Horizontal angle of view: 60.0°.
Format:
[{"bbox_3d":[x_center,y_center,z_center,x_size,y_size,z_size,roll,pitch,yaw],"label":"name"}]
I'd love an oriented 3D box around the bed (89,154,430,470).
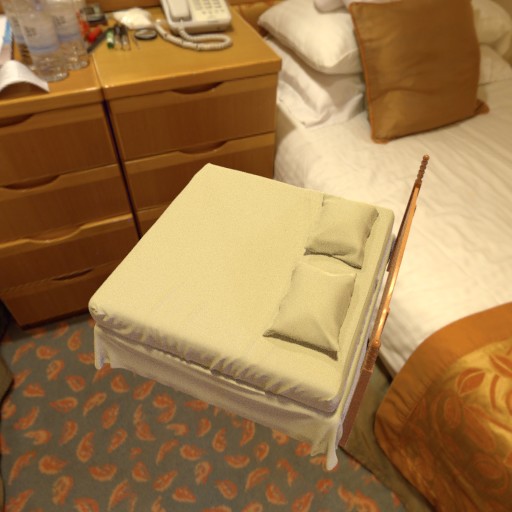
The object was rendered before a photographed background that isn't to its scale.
[{"bbox_3d":[0.000,0.000,3.667,2.219,1.355,2.322,17,48,15],"label":"bed"}]
